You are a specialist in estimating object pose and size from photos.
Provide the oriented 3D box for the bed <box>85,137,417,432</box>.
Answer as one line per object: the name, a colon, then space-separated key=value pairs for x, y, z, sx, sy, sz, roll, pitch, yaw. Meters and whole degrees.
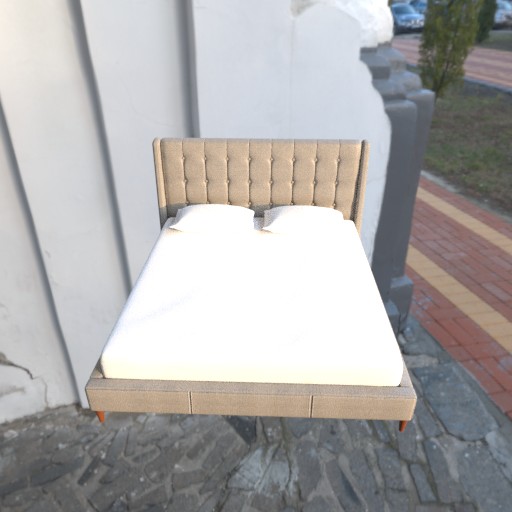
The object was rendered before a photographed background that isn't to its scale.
bed: x=0.000 y=0.000 z=3.579 sx=2.062 sy=1.289 sz=2.342 roll=1 pitch=30 yaw=2
